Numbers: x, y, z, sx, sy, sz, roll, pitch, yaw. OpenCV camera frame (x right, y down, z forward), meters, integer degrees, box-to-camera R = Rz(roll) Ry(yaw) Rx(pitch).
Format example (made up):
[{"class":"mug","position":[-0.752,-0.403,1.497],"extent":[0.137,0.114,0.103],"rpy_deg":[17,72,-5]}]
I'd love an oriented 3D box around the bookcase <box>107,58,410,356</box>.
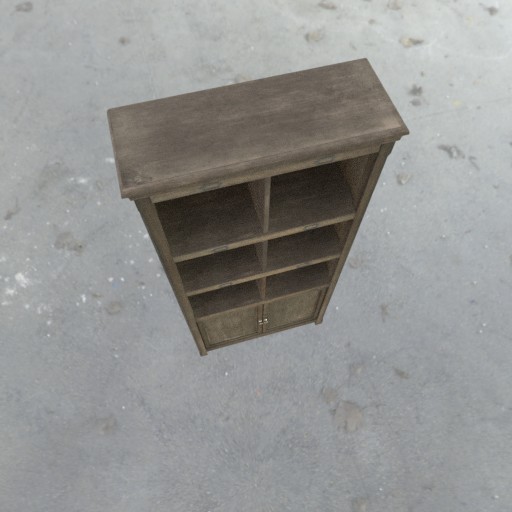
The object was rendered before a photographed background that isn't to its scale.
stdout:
[{"class":"bookcase","position":[0.000,0.000,2.233],"extent":[0.906,1.880,0.348],"rpy_deg":[-14,64,-7]}]
